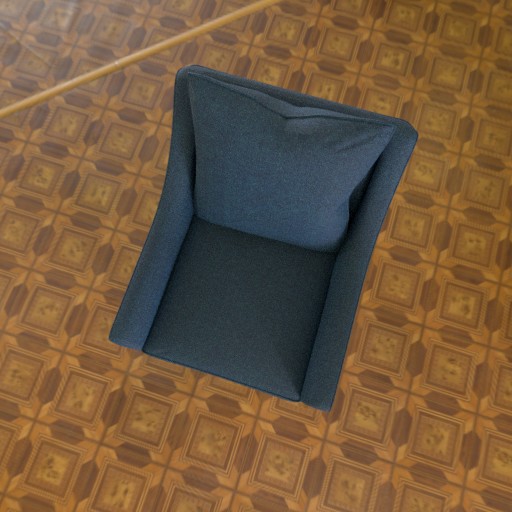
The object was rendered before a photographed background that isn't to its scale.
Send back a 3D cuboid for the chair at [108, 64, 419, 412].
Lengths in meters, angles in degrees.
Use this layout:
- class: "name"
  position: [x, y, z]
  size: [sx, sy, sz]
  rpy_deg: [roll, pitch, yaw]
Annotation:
- class: "chair"
  position: [0.000, 0.000, 1.553]
  size: [0.750, 0.939, 0.870]
  rpy_deg: [17, 75, 4]
